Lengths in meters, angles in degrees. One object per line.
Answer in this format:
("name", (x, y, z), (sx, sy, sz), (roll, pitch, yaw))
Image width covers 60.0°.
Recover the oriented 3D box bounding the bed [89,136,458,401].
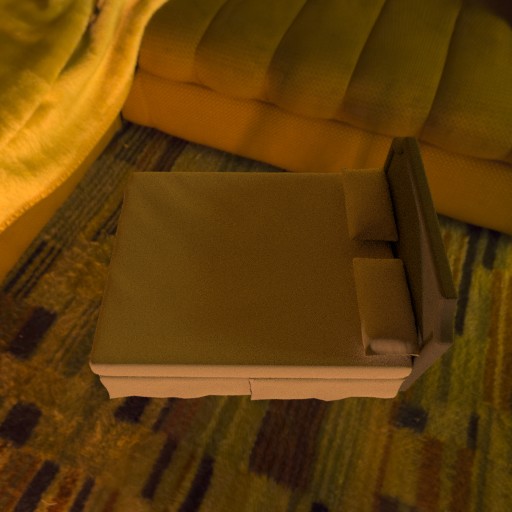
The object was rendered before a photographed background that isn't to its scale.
("bed", (0.000, 0.000, 3.597), (2.464, 1.306, 1.977), (0, 58, 0))
